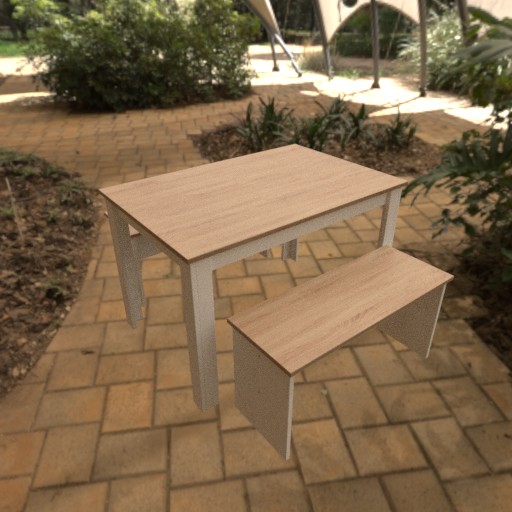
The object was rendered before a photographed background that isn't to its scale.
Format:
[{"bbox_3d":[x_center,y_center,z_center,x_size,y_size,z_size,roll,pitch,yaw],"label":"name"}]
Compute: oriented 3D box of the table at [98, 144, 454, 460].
[{"bbox_3d":[0.000,0.000,2.058,1.100,0.700,1.443,-21,36,-32],"label":"table"}]
